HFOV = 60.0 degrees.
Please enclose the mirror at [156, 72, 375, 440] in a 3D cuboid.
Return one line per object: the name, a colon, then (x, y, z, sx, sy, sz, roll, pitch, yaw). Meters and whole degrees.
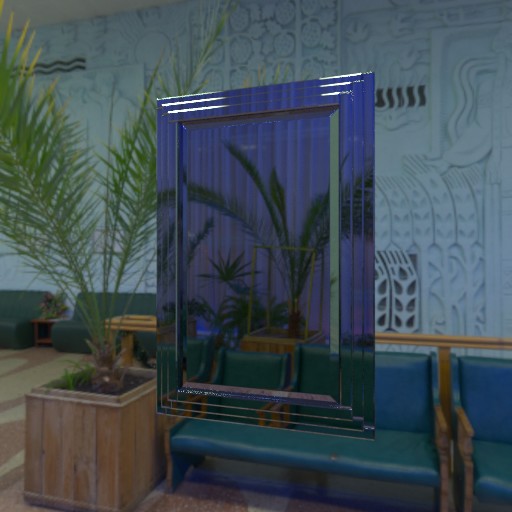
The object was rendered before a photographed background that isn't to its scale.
mirror: (0.000, 0.000, 1.185, 0.613, 0.914, 0.039, 0, 0, 18)
